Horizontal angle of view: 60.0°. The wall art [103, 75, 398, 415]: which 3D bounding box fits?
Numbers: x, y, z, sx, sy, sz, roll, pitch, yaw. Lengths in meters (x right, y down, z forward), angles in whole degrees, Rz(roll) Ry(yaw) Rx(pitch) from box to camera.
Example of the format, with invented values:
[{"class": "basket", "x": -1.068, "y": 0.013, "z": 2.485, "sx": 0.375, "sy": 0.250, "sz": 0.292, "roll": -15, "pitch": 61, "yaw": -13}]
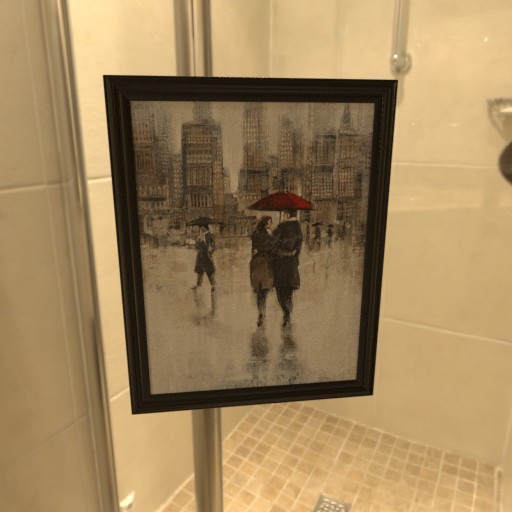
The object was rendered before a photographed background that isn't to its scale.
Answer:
[{"class": "wall art", "x": 0.000, "y": 0.000, "z": 1.592, "sx": 0.950, "sy": 1.194, "sz": 0.053, "roll": -2, "pitch": 16, "yaw": -7}]
